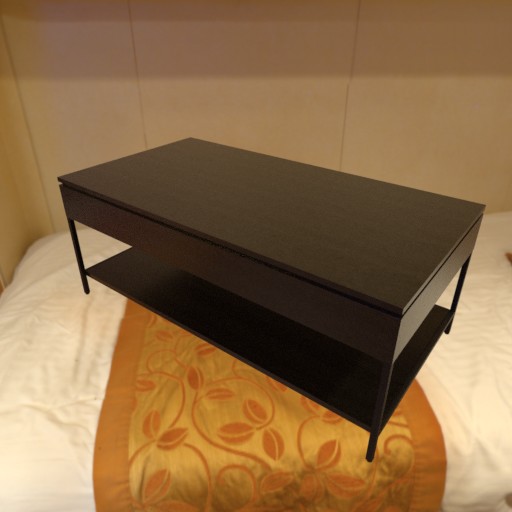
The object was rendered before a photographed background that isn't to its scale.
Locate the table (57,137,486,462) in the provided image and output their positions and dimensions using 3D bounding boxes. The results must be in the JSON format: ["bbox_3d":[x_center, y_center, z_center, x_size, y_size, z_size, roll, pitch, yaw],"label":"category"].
[{"bbox_3d":[0.000,0.000,1.372,1.095,0.435,0.574,21,36,32],"label":"table"}]
